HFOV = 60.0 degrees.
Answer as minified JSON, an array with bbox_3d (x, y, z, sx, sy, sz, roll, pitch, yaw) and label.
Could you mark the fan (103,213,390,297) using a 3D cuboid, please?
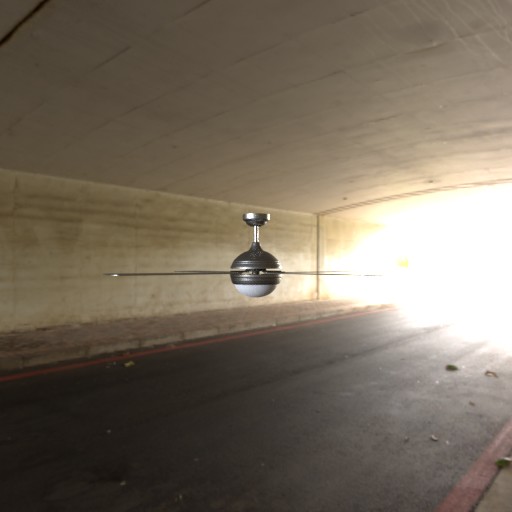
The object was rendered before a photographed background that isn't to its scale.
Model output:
[{"bbox_3d":[0.000,0.000,2.044,1.321,0.381,1.321,0,-1,-17],"label":"fan"}]
